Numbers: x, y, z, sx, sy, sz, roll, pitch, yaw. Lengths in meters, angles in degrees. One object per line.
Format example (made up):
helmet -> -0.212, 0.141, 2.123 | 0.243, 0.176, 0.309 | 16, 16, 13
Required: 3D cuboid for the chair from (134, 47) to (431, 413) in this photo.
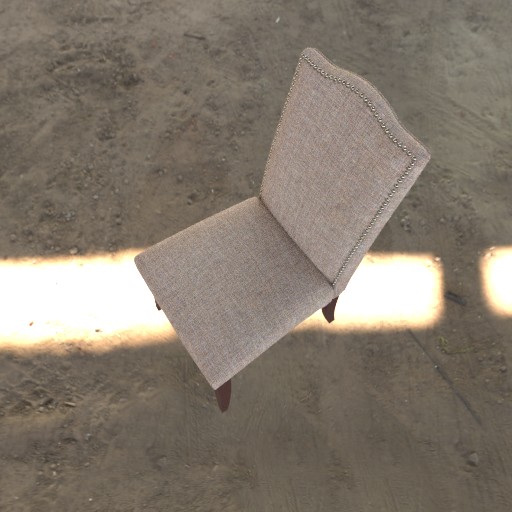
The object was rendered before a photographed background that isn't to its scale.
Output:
chair -> 0.000, 0.000, 1.384 | 0.660, 1.016, 0.513 | -32, 67, -15
